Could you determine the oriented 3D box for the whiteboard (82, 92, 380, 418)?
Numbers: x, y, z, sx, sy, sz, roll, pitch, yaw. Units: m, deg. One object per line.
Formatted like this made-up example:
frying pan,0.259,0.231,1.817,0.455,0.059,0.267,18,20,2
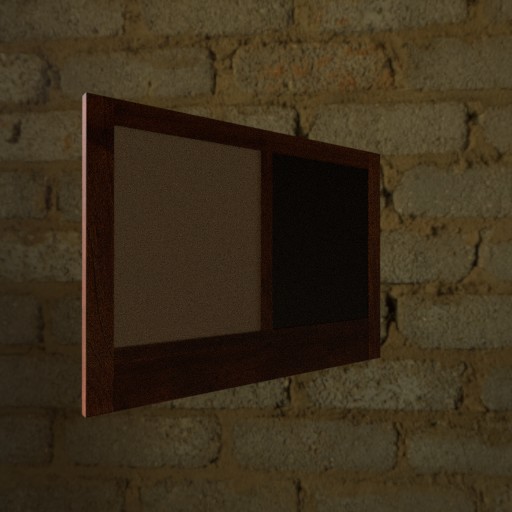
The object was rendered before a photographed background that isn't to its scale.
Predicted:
whiteboard,0.000,0.000,1.007,0.768,0.553,0.083,0,0,-36
